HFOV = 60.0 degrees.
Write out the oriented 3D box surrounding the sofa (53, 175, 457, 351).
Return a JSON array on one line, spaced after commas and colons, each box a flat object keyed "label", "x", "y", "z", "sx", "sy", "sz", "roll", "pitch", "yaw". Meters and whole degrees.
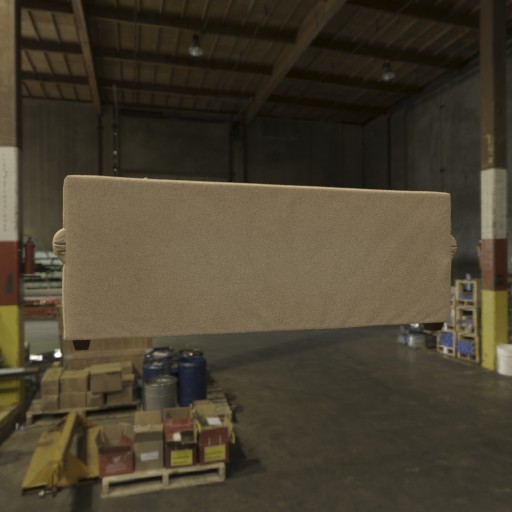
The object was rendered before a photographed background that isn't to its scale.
[{"label": "sofa", "x": 0.000, "y": 0.000, "z": 2.856, "sx": 2.285, "sy": 0.904, "sz": 1.067, "roll": 0, "pitch": 0, "yaw": -16}]
